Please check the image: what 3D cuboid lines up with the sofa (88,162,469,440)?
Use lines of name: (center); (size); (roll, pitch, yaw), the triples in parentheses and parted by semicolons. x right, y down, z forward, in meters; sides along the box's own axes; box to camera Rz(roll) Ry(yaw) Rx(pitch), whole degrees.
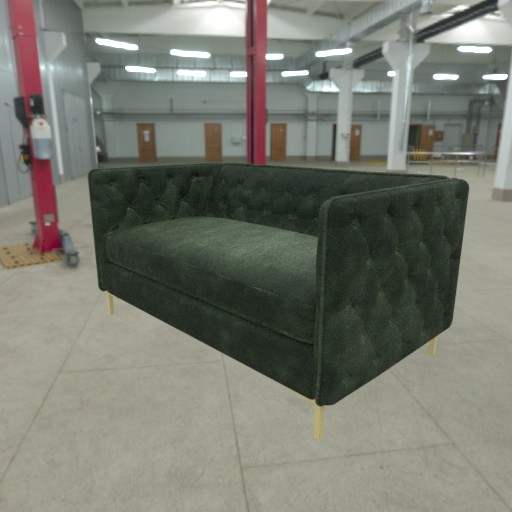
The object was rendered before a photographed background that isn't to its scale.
sofa: (0.000, 0.000, 2.053); (0.895, 0.768, 1.537); (-14, 21, -42)
